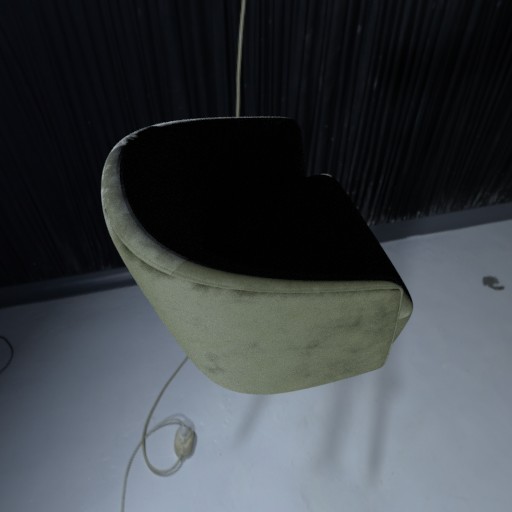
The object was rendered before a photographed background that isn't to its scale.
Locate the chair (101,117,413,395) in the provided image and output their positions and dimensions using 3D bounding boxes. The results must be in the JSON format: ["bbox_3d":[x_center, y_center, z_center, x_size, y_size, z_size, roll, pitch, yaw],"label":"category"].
[{"bbox_3d":[0.000,0.000,1.356,0.767,0.698,0.773,-11,47,-10],"label":"chair"}]
